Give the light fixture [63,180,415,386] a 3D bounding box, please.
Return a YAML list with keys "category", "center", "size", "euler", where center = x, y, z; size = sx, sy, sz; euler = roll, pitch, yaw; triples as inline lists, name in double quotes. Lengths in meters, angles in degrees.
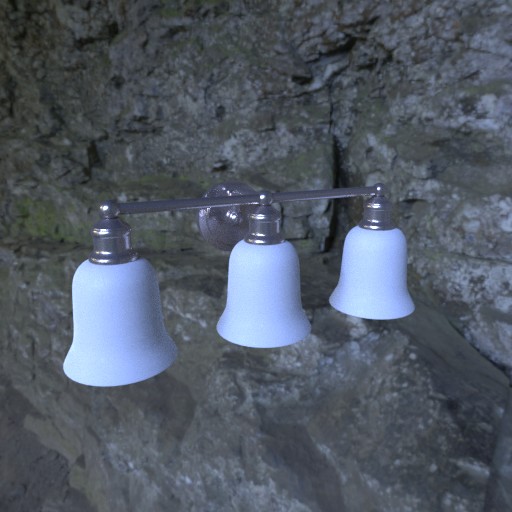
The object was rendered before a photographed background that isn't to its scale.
- category: "light fixture"
  center: [0.000, 0.000, 0.676]
  size: [0.570, 0.211, 0.198]
  euler: [-8, 17, -26]
